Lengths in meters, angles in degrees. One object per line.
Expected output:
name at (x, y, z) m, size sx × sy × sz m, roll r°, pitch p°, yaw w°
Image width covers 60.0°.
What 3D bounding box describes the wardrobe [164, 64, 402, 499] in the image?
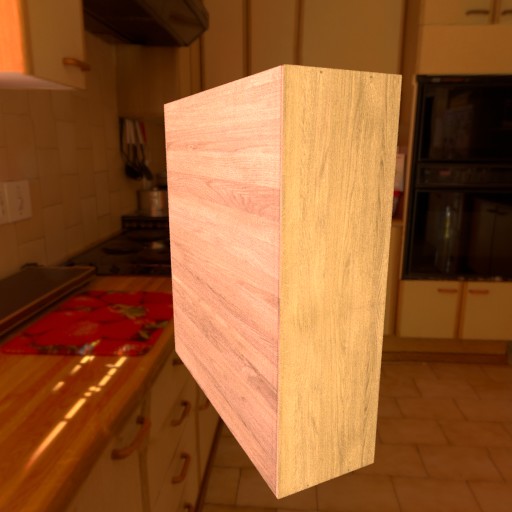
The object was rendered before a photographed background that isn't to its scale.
wardrobe at (0.000, 0.000, 2.816) m, size 0.629 × 1.960 × 1.780 m, roll -7°, pitch 15°, yaw -25°
